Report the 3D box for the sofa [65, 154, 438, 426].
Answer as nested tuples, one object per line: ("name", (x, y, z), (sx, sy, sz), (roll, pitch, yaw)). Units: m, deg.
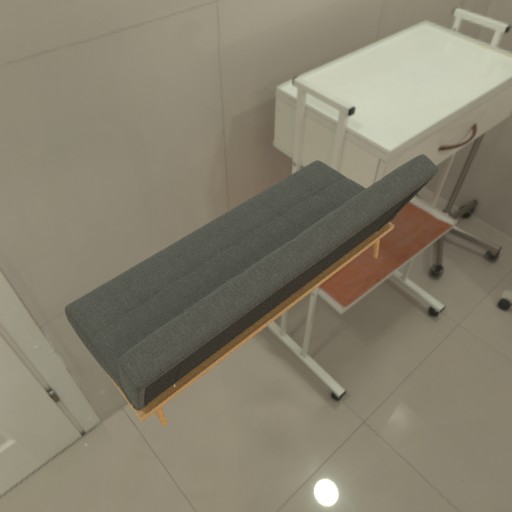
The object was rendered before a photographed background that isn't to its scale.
("sofa", (0.000, 0.000, 2.311), (1.820, 0.770, 0.820), (-34, 56, -26))
